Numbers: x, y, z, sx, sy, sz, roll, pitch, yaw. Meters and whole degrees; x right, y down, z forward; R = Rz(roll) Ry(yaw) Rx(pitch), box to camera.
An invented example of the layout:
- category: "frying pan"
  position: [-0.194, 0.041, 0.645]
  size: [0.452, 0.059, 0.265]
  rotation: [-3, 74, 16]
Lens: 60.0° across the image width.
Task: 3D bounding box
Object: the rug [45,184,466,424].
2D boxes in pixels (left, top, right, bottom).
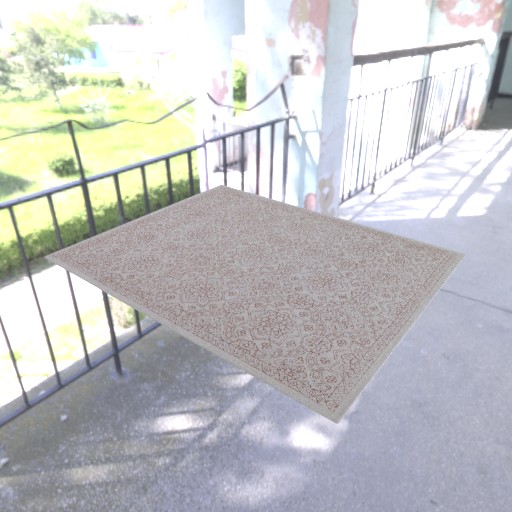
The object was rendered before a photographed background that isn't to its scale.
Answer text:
- category: "rug"
  position: [0.000, 0.000, 4.101]
  size: [3.050, 0.015, 2.441]
  rotation: [21, 35, 32]
